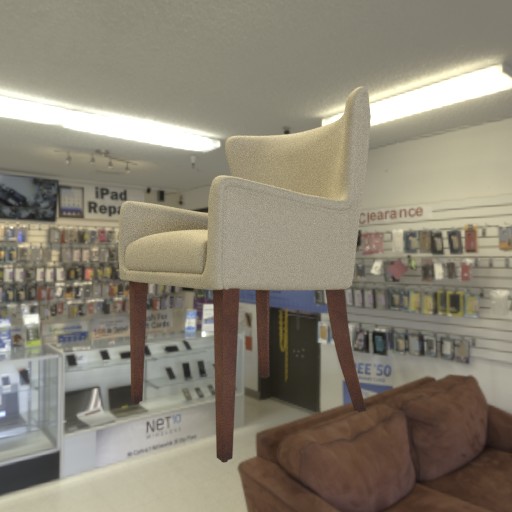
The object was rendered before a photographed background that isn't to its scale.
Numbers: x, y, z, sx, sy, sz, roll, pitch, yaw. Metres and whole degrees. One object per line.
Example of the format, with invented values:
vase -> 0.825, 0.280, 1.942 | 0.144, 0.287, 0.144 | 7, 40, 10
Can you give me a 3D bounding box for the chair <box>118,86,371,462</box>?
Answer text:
chair -> 0.000, 0.000, 1.408 | 0.686, 0.952, 0.660 | 0, 0, -37
